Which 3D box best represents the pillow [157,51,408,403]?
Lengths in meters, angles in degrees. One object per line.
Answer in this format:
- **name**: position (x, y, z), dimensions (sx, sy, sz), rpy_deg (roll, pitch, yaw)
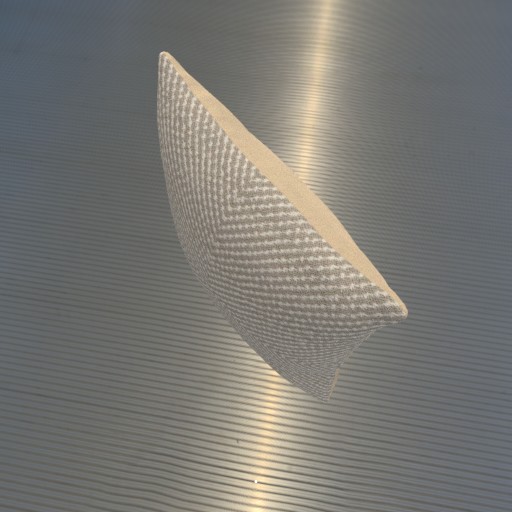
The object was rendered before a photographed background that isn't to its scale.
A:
- **pillow**: position (0.000, 0.000, 0.702), dimensions (0.181, 0.458, 0.459), rpy_deg (-33, 68, -16)
